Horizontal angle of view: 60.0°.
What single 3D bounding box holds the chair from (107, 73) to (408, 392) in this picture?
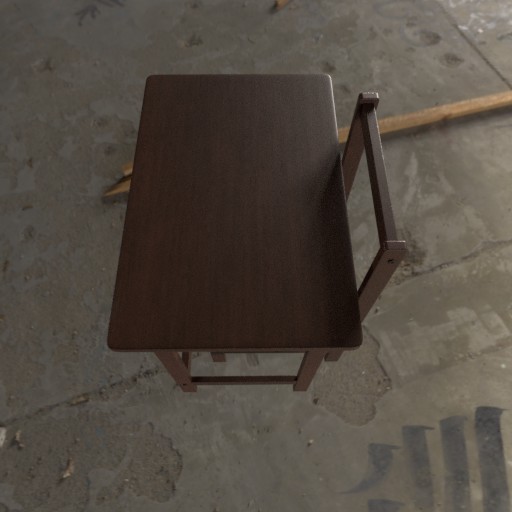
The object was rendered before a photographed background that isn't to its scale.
[{"bbox_3d":[0.000,0.000,1.049,0.463,0.673,0.599,0,62,0],"label":"chair"}]
